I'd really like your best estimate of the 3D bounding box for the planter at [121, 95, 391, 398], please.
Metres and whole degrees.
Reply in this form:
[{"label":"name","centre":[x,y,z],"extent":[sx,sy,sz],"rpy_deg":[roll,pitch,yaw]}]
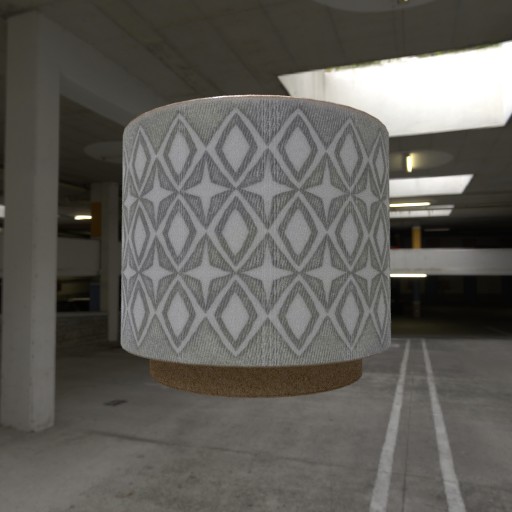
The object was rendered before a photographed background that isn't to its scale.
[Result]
[{"label":"planter","centre":[0.000,0.000,0.439],"extent":[0.255,0.223,0.255],"rpy_deg":[0,-2,0]}]
